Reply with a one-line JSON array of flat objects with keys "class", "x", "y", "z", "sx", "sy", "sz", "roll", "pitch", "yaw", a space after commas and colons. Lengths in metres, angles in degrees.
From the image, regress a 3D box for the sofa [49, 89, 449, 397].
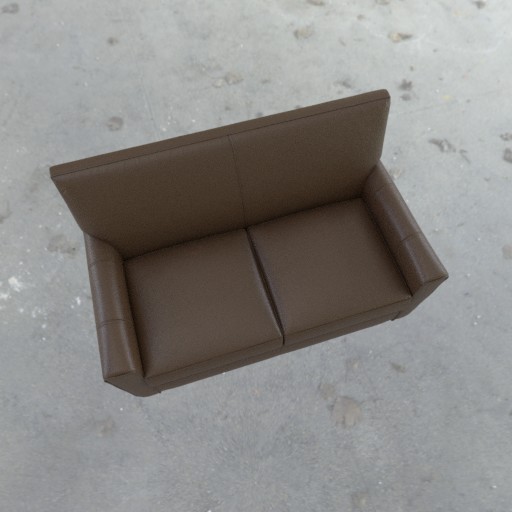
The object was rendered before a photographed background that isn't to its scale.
[{"class": "sofa", "x": 0.000, "y": 0.000, "z": 2.059, "sx": 1.468, "sy": 0.859, "sz": 0.853, "roll": -16, "pitch": 64, "yaw": -8}]
